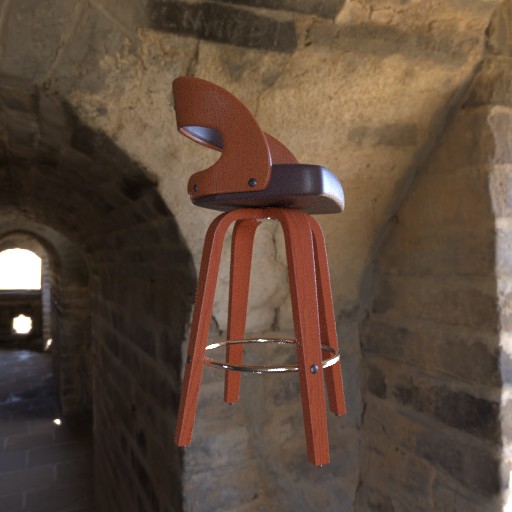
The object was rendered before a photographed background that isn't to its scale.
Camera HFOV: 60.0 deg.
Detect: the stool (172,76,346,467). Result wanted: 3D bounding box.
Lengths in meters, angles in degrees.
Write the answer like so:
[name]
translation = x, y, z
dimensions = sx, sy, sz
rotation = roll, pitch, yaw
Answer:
[stool]
translation = 0.000, 0.000, 1.211
dimensions = 0.457, 0.940, 0.457
rotation = 0, 0, 18
